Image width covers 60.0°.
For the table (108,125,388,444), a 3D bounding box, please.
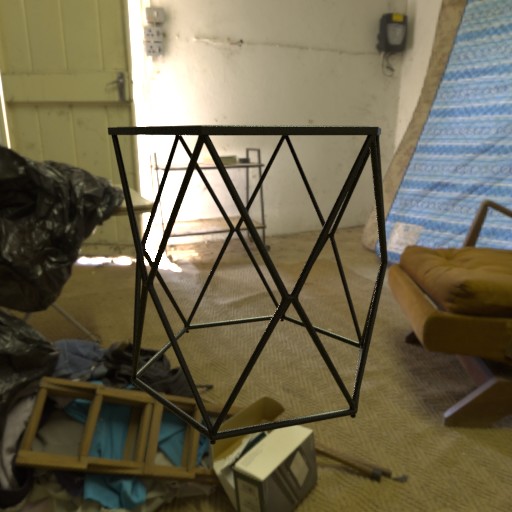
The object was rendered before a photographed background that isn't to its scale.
[{"bbox_3d":[0.000,0.000,1.012,0.578,0.564,0.579,15,21,43],"label":"table"}]
